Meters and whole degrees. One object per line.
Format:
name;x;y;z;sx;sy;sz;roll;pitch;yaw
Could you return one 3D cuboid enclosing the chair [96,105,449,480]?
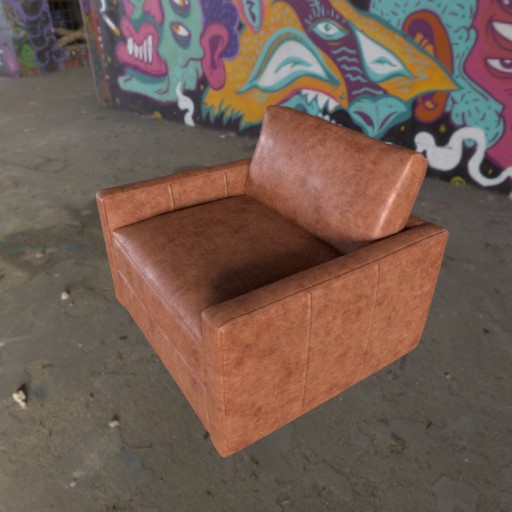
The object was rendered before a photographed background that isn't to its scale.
chair;0.000;0.000;1.619;0.862;0.869;0.967;-19;36;-28
